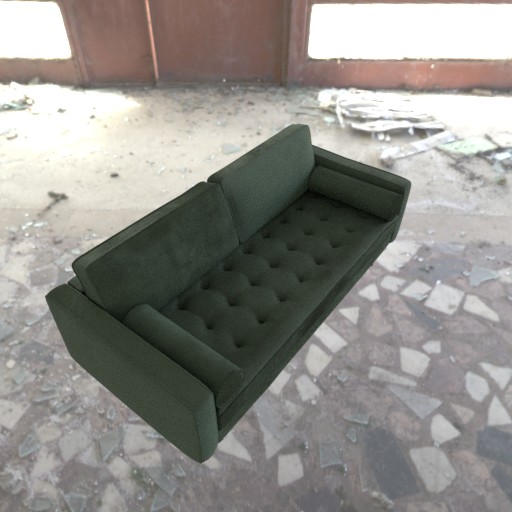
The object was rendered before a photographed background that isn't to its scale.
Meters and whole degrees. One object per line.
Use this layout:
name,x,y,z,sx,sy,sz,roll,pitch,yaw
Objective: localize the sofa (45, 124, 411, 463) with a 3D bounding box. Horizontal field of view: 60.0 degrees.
sofa,0.000,0.000,2.369,0.916,0.772,1.880,27,48,27
